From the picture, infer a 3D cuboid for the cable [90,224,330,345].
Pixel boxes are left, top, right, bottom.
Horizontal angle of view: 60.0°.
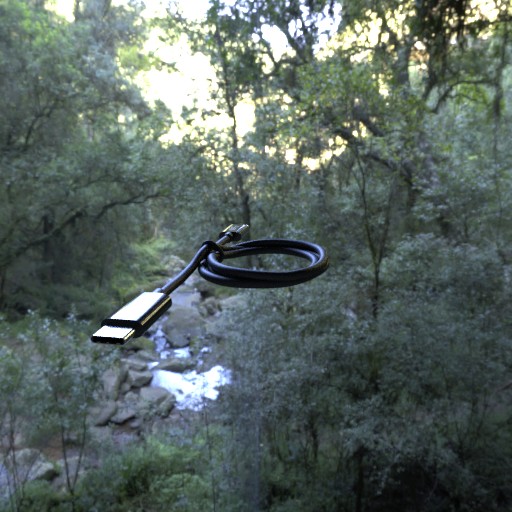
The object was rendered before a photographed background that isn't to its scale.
[{"bbox_3d":[0.000,0.000,0.213,0.070,0.014,0.186,2,14,10],"label":"cable"}]
